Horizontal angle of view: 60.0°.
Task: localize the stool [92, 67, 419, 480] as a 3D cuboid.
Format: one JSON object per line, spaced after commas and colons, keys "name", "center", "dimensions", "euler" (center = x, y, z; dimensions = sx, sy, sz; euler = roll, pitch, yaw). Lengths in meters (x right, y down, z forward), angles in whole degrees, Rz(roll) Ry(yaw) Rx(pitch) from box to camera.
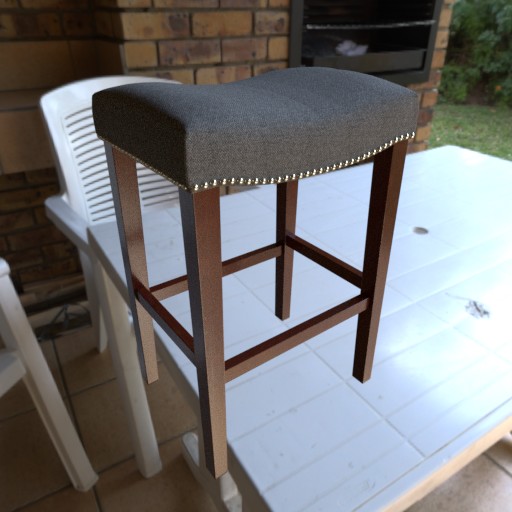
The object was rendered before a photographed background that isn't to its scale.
{"name": "stool", "center": [0.000, 0.000, 0.985], "dimensions": [0.504, 0.742, 0.372], "euler": [-20, 35, -31]}
